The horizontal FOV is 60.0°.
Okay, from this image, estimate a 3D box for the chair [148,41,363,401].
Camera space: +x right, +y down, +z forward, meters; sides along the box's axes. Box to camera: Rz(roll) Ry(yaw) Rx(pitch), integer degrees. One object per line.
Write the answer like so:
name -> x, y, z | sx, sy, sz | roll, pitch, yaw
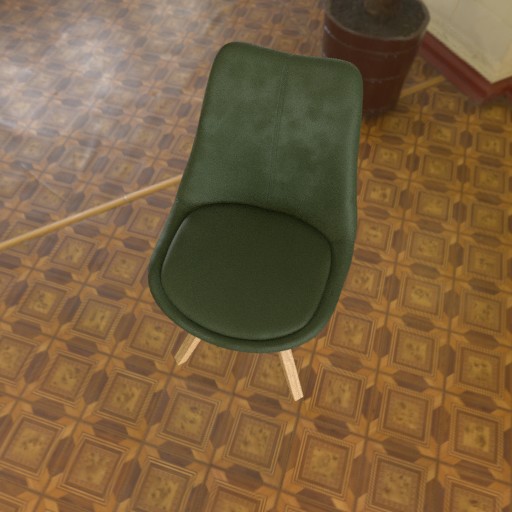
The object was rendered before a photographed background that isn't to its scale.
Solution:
chair -> 0.000, 0.000, 1.181 | 0.483, 0.865, 0.547 | 15, 60, 9
